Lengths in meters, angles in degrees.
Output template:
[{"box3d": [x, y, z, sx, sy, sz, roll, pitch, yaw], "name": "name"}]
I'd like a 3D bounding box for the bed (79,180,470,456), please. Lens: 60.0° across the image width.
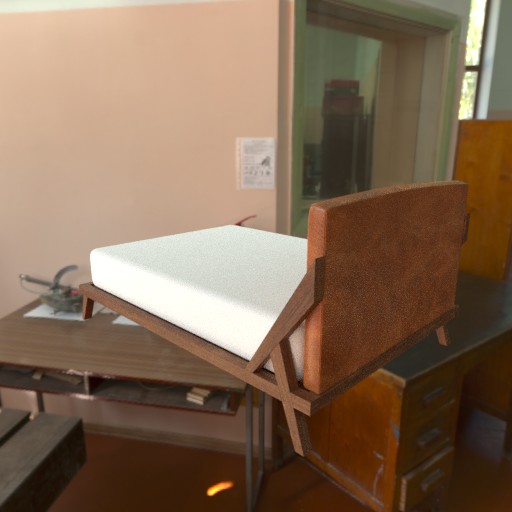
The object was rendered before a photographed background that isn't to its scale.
[{"box3d": [0.000, 0.000, 3.205, 2.311, 1.168, 1.651, 14, 20, 43], "name": "bed"}]
